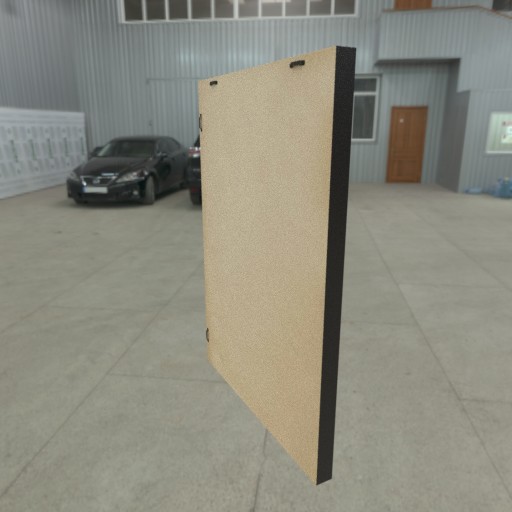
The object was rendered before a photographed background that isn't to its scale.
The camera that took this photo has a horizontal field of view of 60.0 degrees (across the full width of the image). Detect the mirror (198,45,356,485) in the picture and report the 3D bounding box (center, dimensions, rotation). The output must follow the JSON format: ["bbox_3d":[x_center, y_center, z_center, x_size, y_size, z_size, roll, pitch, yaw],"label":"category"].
[{"bbox_3d":[0.000,0.000,0.905,0.040,0.710,0.507,-8,18,-27],"label":"mirror"}]
